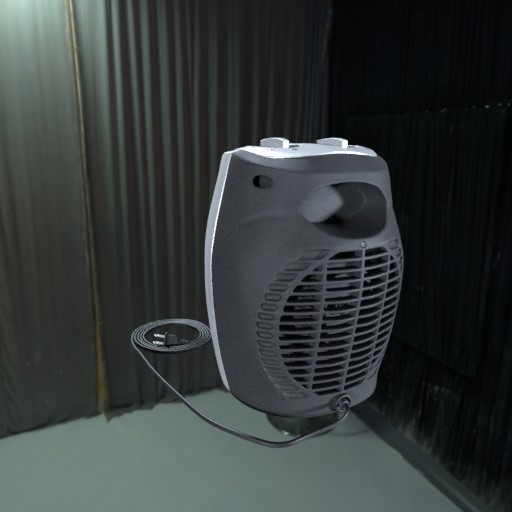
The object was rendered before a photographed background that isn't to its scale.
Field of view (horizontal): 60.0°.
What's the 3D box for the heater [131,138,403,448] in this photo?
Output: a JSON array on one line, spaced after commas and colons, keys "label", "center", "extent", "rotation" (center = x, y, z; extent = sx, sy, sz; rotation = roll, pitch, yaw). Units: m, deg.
[{"label": "heater", "center": [0.000, 0.000, 0.467], "extent": [0.239, 0.240, 0.291], "rotation": [-7, 16, -25]}]
